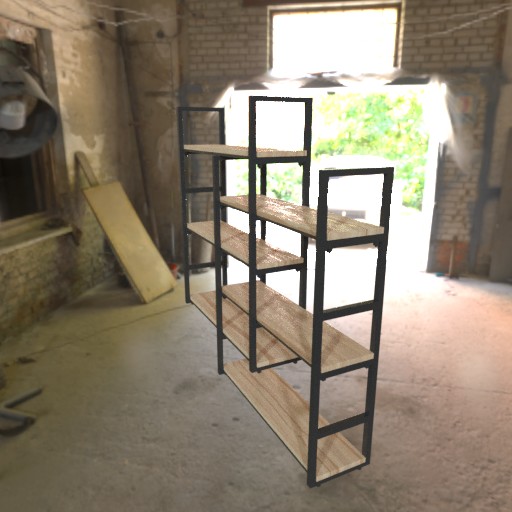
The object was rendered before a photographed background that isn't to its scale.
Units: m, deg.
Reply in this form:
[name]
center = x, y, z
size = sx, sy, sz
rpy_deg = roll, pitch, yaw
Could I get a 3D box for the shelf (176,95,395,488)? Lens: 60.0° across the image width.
[shelf]
center = 0.000, 0.000, 1.383
size = 0.183, 0.921, 0.946
rpy_deg = -8, 17, -26
